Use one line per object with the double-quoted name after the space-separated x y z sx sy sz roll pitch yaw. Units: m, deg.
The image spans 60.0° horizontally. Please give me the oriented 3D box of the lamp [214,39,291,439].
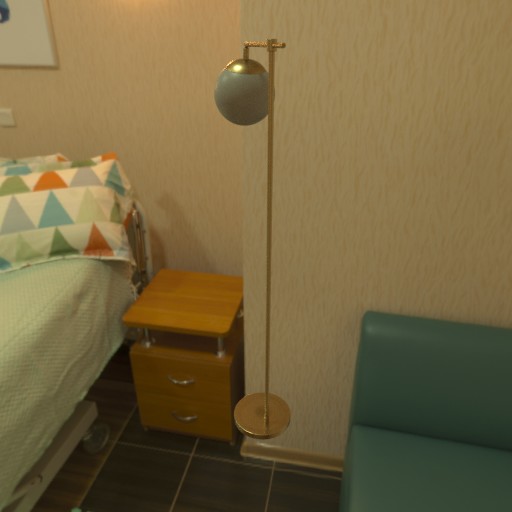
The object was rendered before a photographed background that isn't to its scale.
0.000 0.000 1.710 0.249 1.505 0.476 -8 27 -16 "lamp"
